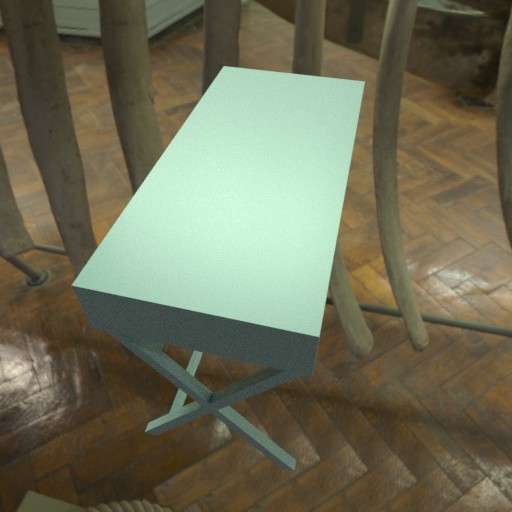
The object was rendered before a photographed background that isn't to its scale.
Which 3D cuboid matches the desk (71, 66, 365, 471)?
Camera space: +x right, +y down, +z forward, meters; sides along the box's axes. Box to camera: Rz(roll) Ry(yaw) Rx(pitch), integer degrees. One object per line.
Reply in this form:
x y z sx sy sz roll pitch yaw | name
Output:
0.000 0.000 1.488 0.509 0.780 1.059 10 47 10 | desk
